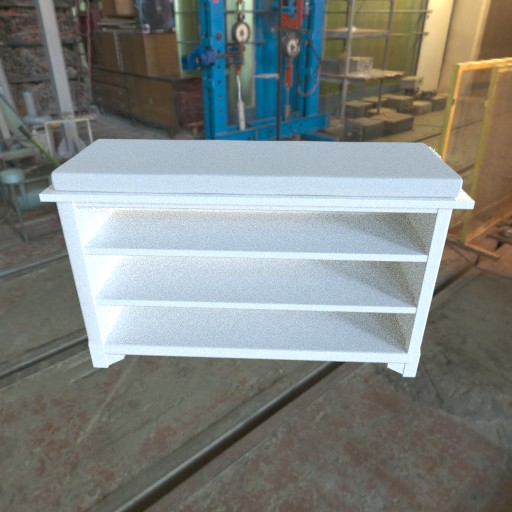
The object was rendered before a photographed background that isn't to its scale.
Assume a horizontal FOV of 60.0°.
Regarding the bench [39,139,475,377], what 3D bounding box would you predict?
[{"bbox_3d":[0.000,0.000,1.272,0.987,0.589,0.346,1,29,2],"label":"bench"}]
